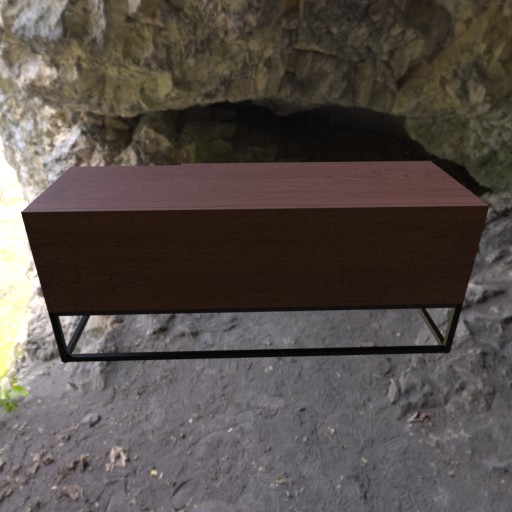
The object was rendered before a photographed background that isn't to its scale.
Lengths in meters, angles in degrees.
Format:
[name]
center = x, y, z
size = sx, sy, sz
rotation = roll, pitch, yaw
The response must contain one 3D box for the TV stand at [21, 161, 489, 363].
[TV stand]
center = 0.000, 0.000, 1.433
size = 1.200, 0.500, 0.415
rotation = -1, 29, -2
